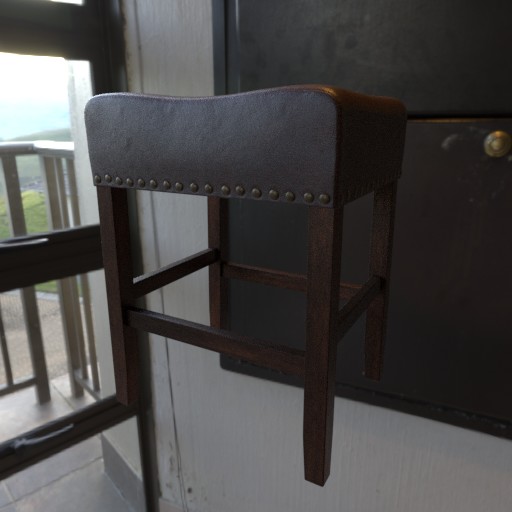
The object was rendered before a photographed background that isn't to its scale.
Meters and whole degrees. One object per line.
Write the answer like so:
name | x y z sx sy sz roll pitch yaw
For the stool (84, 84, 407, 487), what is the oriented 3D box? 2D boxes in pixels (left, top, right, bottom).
stool | 0.000 0.000 0.888 0.465 0.608 0.397 9 19 28
